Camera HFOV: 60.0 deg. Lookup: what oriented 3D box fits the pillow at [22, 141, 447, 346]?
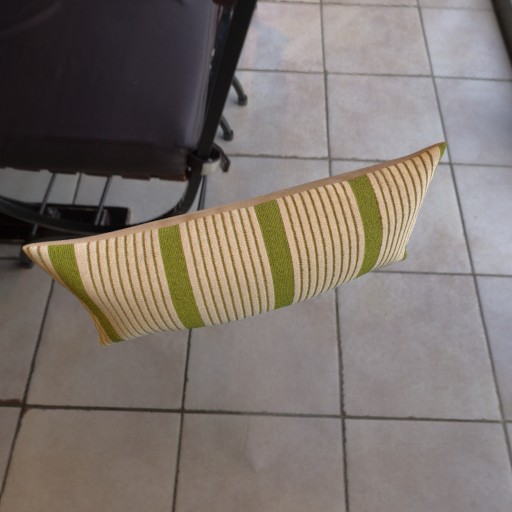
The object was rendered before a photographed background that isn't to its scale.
[{"bbox_3d":[0.000,0.000,0.724,0.608,0.292,0.156,-15,65,-7],"label":"pillow"}]
